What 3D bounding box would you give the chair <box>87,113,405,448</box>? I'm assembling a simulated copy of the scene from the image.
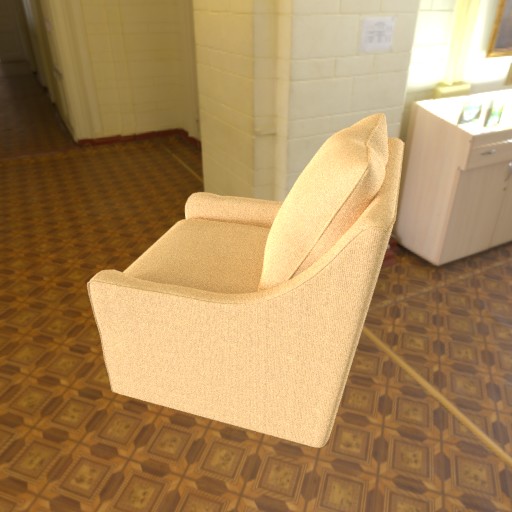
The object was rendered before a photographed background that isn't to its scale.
[{"bbox_3d":[0.000,0.000,1.569,0.876,0.927,0.760,9,31,15],"label":"chair"}]
